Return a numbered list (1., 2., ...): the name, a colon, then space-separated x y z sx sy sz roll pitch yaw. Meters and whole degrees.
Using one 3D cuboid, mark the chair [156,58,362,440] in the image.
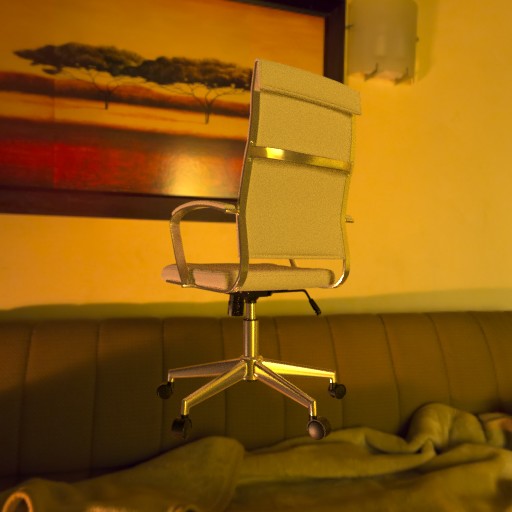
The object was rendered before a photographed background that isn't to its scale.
1. chair: 0.000 0.000 1.666 0.766 1.149 0.739 1 -1 -36
